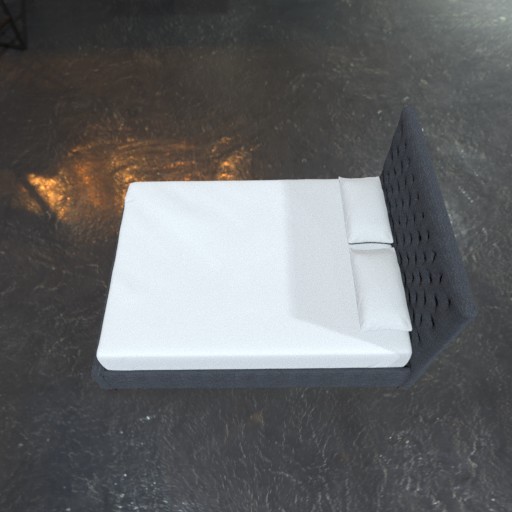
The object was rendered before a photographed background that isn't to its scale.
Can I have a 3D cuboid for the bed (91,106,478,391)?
[{"bbox_3d":[0.000,0.000,3.373,2.387,1.427,1.698,0,57,0],"label":"bed"}]
